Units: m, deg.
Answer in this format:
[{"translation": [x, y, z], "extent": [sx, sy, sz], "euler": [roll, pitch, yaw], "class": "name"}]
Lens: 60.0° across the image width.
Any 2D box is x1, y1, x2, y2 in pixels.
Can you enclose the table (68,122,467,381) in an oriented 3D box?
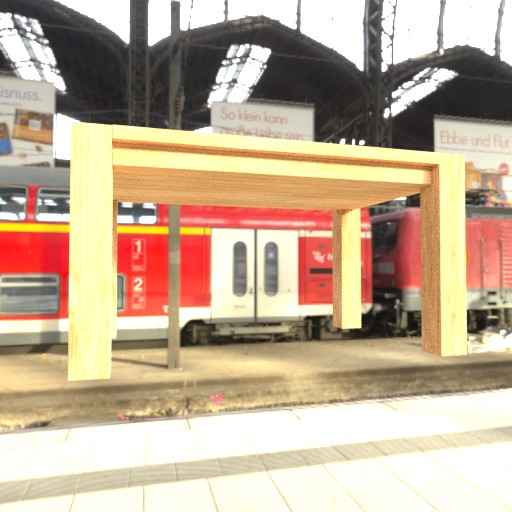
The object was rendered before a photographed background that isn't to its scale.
[{"translation": [0.000, 0.000, 1.920], "extent": [1.400, 0.760, 0.900], "euler": [0, -2, -16], "class": "table"}]
